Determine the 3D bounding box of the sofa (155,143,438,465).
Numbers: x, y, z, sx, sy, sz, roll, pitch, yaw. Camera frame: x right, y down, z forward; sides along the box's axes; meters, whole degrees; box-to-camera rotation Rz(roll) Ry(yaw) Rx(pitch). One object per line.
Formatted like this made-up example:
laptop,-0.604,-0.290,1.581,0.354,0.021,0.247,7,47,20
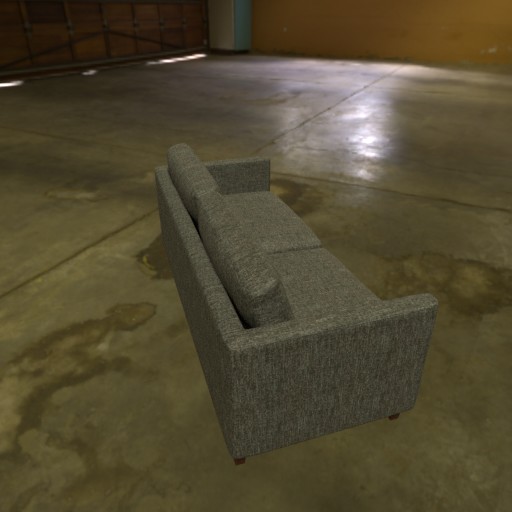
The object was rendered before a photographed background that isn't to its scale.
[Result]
sofa,0.000,0.000,2.744,0.948,0.960,2.208,-9,31,-16
